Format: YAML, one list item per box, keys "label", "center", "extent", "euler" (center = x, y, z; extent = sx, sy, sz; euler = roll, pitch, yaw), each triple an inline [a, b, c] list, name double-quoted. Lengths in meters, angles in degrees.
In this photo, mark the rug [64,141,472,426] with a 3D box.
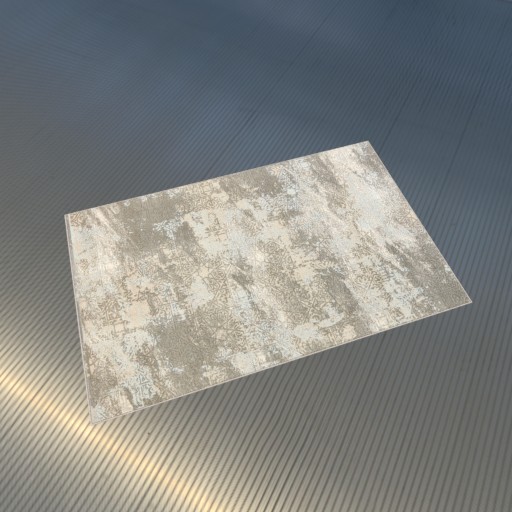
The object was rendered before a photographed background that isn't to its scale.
- label: "rug"
  center: [0.000, 0.000, 3.040]
  extent: [2.431, 0.012, 1.536]
  euler: [-16, 60, -9]
